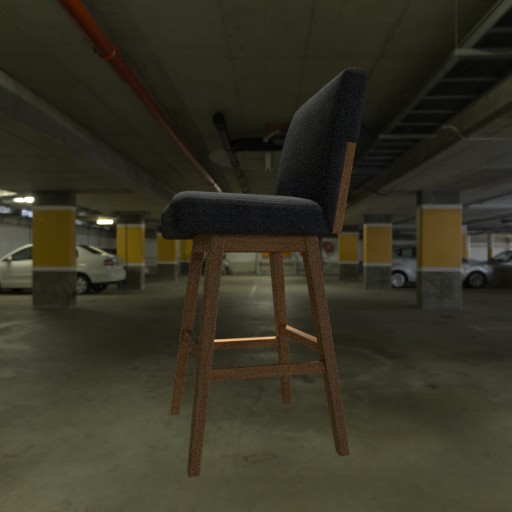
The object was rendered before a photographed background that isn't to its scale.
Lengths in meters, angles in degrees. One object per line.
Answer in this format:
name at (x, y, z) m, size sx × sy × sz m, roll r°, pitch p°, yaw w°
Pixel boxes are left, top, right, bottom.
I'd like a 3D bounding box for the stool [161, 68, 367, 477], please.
stool at (0.000, 0.000, 1.409) m, size 0.570 × 1.112 × 0.483 m, roll 0°, pitch 0°, yaw -16°
